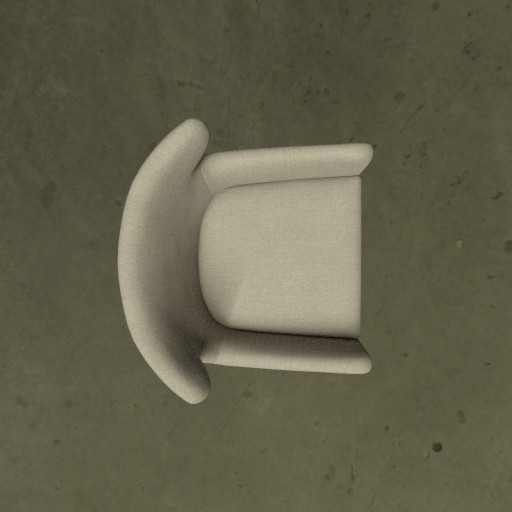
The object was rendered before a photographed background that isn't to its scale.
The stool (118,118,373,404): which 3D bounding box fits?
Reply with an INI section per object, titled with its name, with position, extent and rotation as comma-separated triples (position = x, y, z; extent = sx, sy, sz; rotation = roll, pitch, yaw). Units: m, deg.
[stool]
position = 0.000, 0.000, 1.386
extent = 0.575, 1.047, 0.575
rotation = 0, 91, -1
